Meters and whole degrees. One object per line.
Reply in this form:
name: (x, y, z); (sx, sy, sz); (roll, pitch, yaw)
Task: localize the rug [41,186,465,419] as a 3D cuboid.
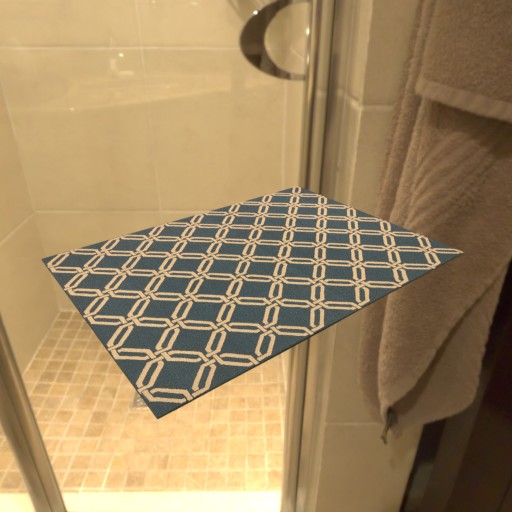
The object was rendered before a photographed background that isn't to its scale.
rug: (0.000, 0.000, 4.321); (3.342, 0.018, 2.432); (-20, 35, -33)
